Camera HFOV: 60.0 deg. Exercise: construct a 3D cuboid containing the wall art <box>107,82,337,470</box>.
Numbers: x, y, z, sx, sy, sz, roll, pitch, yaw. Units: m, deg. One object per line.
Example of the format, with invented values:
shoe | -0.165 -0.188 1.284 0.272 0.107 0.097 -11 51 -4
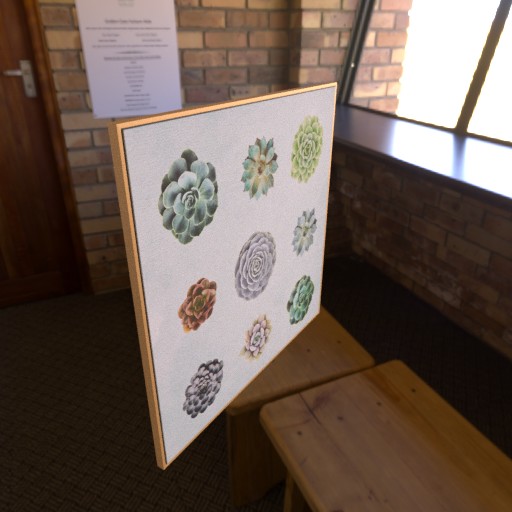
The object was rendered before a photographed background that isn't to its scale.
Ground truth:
wall art | 0.000 0.000 0.667 0.013 0.455 0.457 17 31 30
